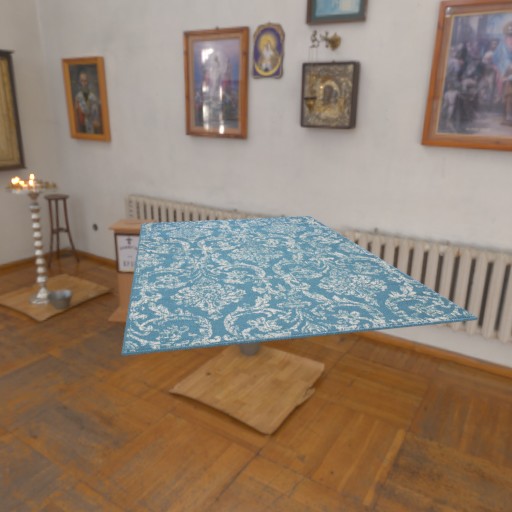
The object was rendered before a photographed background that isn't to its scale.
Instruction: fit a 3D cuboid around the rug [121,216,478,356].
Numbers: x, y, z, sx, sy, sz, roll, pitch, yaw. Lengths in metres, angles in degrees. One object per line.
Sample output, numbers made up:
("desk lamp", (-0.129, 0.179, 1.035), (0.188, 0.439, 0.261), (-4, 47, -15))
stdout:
("rug", (0.000, 0.000, 3.443), (1.816, 0.018, 2.746), (-4, 17, -12))
